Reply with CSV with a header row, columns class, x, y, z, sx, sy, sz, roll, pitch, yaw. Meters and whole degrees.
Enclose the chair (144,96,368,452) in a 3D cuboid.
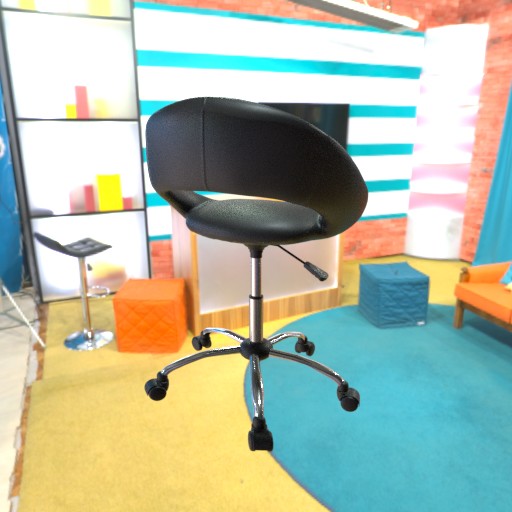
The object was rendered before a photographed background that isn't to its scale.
class,x,y,z,sx,sy,sz,roll,pitch,yaw
chair,0.000,0.000,1.205,0.612,0.791,0.538,8,18,27
